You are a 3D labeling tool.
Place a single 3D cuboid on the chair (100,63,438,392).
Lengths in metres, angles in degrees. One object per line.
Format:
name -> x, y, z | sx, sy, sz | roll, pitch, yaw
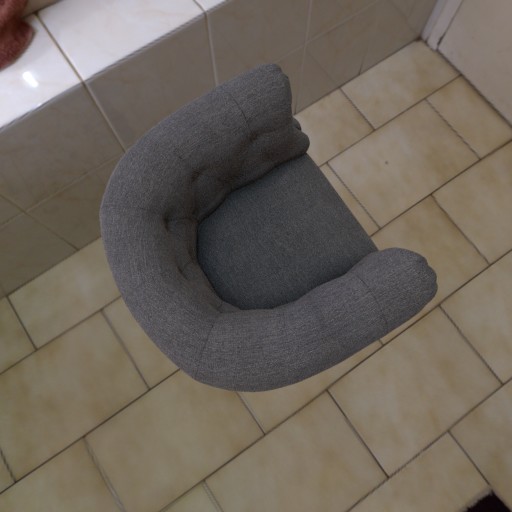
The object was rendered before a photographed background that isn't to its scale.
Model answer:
chair -> 0.000, 0.000, 1.594 | 0.852, 0.827, 0.905 | -31, 77, -8
